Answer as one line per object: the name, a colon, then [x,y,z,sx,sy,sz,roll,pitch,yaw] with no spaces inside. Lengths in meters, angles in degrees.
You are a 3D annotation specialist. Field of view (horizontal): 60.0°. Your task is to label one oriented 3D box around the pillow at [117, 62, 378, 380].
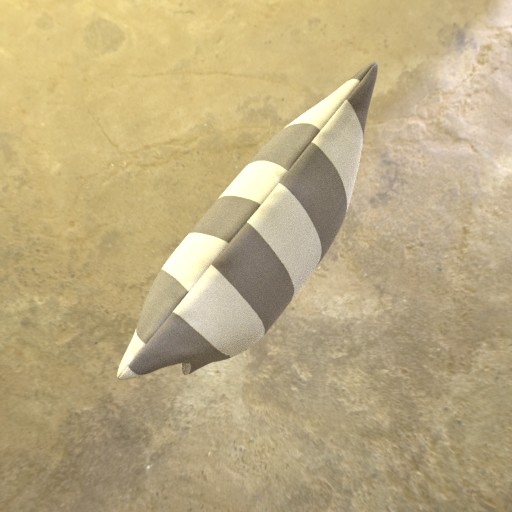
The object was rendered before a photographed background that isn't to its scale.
pillow: [0.000,0.000,0.789,0.192,0.507,0.522,37,79,8]
